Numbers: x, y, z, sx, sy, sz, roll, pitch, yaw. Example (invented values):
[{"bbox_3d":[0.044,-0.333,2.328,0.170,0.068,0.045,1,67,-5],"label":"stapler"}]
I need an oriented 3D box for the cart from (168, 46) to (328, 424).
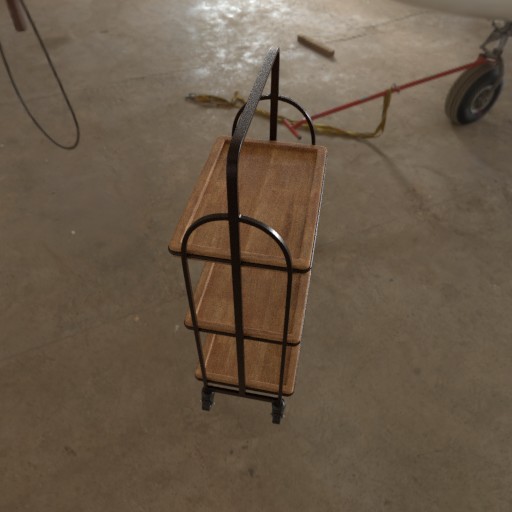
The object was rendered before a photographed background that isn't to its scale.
[{"bbox_3d":[0.000,0.000,1.275,0.327,1.001,0.553,8,48,7],"label":"cart"}]
